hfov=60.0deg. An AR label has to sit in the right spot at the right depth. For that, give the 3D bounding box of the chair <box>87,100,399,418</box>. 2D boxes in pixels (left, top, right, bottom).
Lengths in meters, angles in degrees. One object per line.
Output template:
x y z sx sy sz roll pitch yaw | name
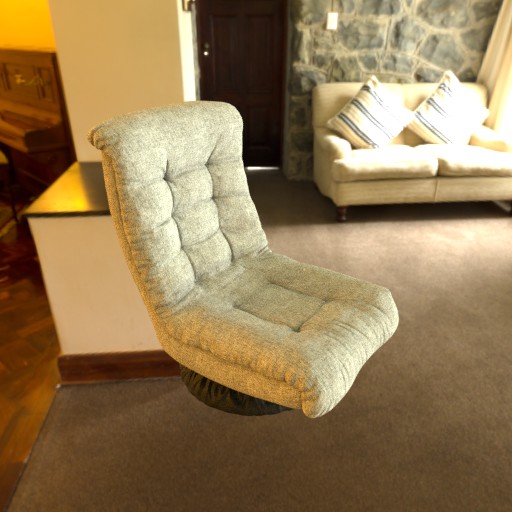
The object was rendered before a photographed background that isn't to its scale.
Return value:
0.000 0.000 0.983 0.583 0.600 0.400 18 32 31 | chair
